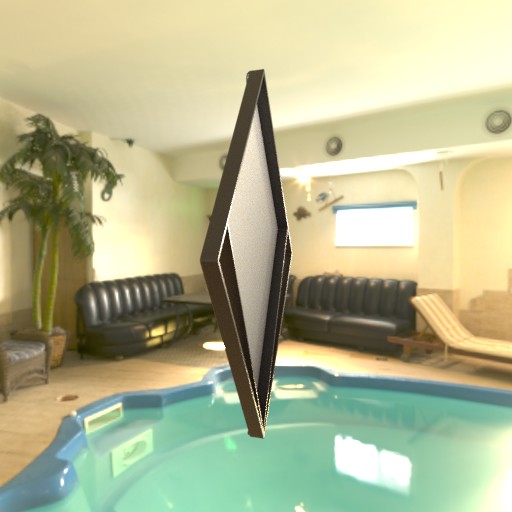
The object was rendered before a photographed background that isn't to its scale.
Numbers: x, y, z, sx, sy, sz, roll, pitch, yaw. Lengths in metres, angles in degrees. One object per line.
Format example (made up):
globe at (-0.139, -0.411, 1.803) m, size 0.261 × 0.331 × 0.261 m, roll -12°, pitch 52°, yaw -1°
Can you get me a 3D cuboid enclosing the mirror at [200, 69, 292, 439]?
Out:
mirror at (0.000, 0.000, 0.819) m, size 0.032 × 0.679 × 0.419 m, roll 1°, pitch 2°, yaw 19°
